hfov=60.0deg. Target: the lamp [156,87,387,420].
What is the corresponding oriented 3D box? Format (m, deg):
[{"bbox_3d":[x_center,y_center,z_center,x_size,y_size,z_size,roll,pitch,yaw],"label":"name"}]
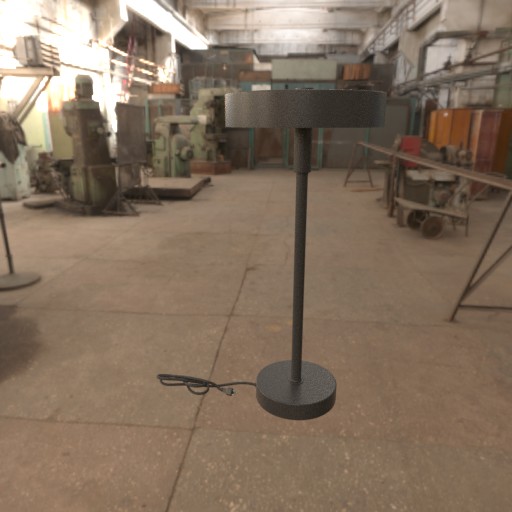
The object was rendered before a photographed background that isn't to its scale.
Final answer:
[{"bbox_3d":[0.000,0.000,0.718,0.369,0.508,0.229,2,17,7],"label":"lamp"}]
